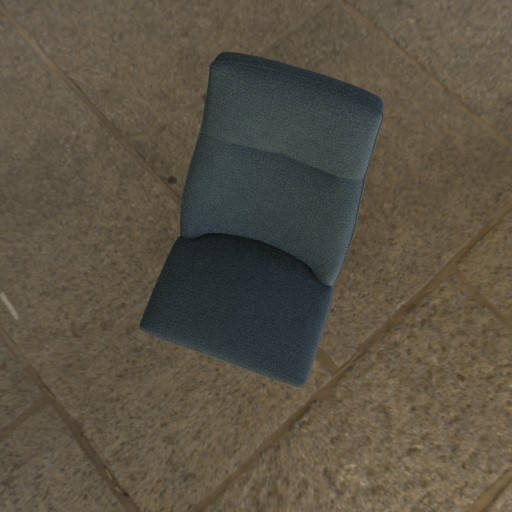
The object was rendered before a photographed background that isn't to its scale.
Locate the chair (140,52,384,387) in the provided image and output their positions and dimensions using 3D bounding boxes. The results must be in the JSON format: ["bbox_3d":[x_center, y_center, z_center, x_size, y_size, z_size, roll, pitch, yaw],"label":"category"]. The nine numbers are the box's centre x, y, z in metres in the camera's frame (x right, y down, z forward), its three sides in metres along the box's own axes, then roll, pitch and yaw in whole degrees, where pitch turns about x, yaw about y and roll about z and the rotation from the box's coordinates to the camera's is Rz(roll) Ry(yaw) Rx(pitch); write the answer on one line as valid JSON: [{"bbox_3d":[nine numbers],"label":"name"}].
[{"bbox_3d":[0.000,0.000,1.282,0.500,0.930,0.620,18,76,5],"label":"chair"}]
